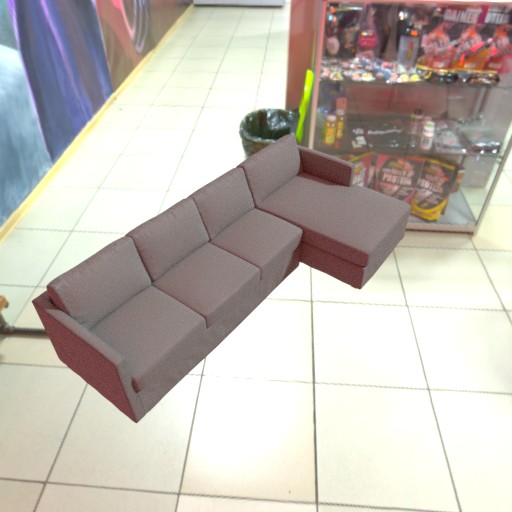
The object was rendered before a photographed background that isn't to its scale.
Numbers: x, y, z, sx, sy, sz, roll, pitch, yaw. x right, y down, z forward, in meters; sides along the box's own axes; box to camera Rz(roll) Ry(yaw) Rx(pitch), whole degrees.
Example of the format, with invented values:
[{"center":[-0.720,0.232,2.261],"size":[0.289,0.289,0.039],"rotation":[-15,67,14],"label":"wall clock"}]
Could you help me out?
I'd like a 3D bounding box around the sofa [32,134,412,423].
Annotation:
[{"center":[0.000,0.000,3.894],"size":[1.622,0.867,3.177],"rotation":[26,47,27],"label":"sofa"}]
